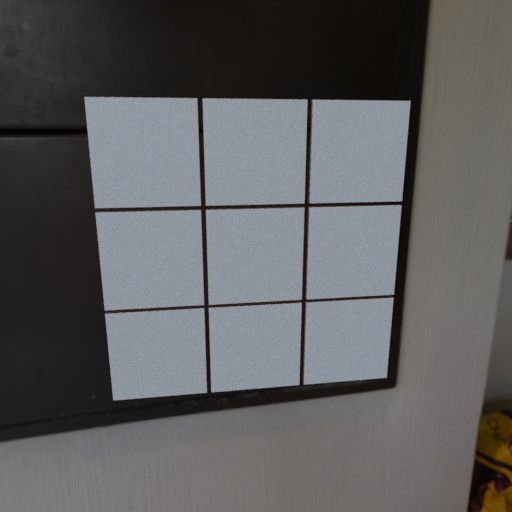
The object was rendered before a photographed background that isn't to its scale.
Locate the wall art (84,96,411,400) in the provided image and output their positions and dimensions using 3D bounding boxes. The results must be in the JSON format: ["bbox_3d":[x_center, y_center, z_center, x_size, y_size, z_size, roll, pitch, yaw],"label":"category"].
[{"bbox_3d":[0.000,0.000,1.860,1.256,1.246,0.017,-2,15,-8],"label":"wall art"}]
